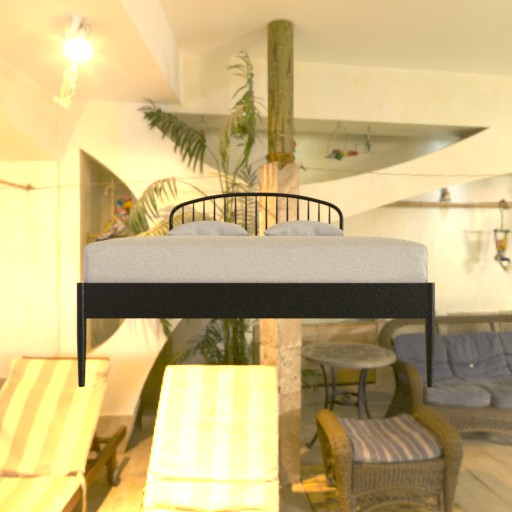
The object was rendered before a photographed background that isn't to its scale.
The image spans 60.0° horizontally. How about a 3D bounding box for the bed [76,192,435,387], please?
[{"bbox_3d":[0.000,0.000,3.056,1.618,1.166,2.159,0,0,0],"label":"bed"}]
